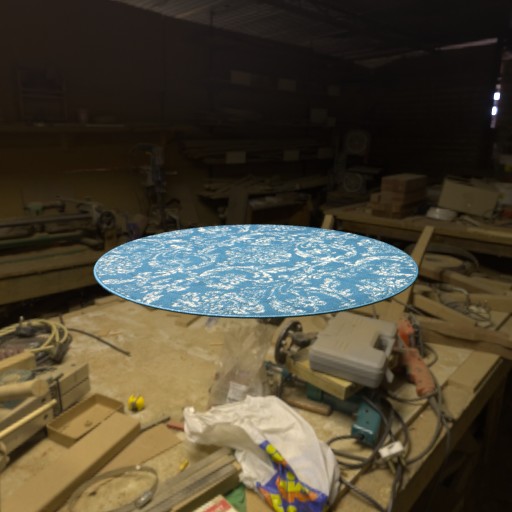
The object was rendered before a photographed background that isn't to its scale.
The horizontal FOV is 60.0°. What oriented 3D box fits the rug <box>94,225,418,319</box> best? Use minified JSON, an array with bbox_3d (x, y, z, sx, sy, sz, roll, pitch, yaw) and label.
[{"bbox_3d":[0.000,0.000,2.305,1.593,0.012,1.593,0,16,0],"label":"rug"}]
